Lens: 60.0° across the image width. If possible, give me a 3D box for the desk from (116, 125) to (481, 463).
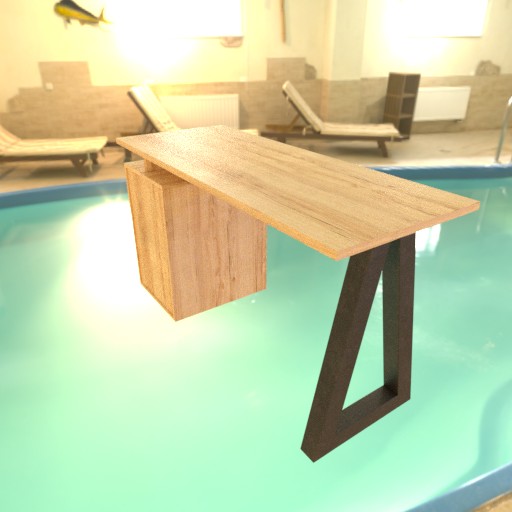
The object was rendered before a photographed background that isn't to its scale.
[{"bbox_3d":[0.000,0.000,1.778,0.550,0.760,1.400,-17,32,-31],"label":"desk"}]
